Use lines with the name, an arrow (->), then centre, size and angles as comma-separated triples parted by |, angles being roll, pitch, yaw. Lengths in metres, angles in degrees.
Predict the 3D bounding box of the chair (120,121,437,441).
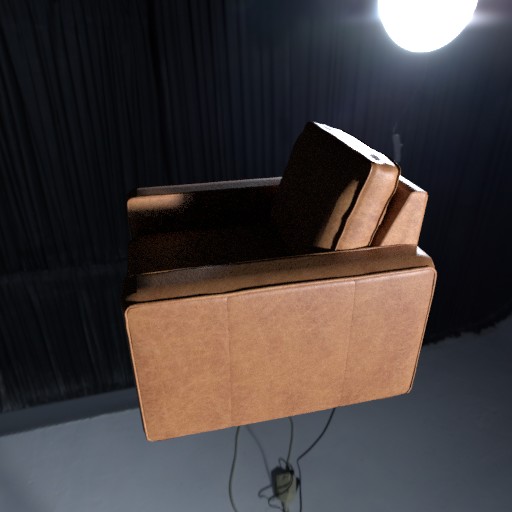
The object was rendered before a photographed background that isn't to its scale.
chair -> 0.000, 0.000, 1.762 | 1.027, 0.901, 0.987 | -8, 30, -14
